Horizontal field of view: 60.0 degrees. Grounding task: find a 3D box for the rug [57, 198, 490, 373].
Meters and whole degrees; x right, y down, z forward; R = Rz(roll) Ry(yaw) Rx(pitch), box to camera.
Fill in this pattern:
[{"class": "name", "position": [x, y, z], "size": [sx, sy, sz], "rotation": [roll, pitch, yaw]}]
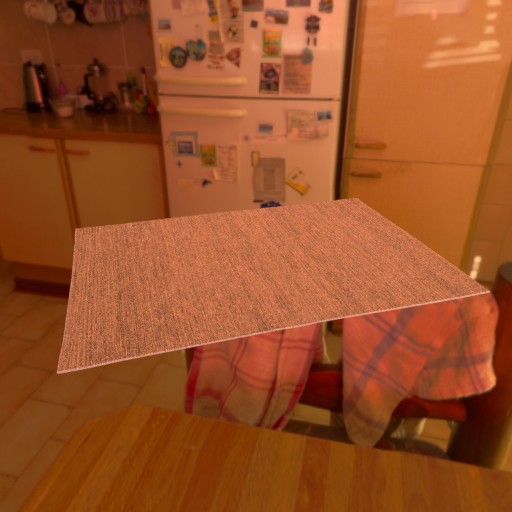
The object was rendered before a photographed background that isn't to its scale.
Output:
[{"class": "rug", "position": [0.000, 0.000, 2.928], "size": [2.338, 0.030, 1.616], "rotation": [-8, 29, -15]}]
